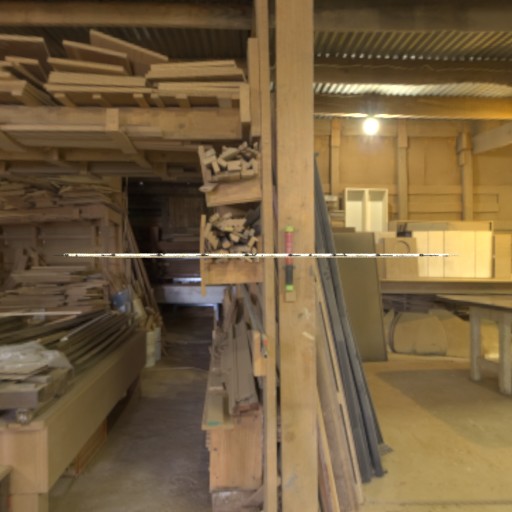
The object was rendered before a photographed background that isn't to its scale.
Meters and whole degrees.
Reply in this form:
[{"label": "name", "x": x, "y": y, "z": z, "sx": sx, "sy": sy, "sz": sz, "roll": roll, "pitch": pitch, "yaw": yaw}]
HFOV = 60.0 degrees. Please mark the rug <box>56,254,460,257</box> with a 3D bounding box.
[{"label": "rug", "x": 0.000, "y": 0.000, "z": 4.146, "sx": 2.342, "sy": 0.026, "sz": 3.221, "roll": 0, "pitch": 0, "yaw": 0}]
